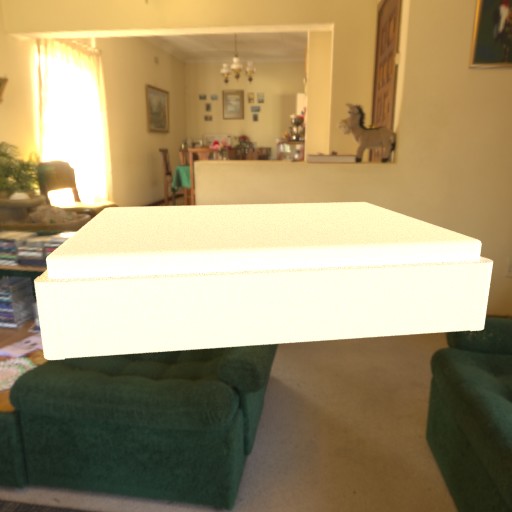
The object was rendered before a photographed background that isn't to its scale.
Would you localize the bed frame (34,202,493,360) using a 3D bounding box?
[{"bbox_3d":[0.000,0.000,2.474,1.900,0.406,1.400,-2,15,-9],"label":"bed frame"}]
